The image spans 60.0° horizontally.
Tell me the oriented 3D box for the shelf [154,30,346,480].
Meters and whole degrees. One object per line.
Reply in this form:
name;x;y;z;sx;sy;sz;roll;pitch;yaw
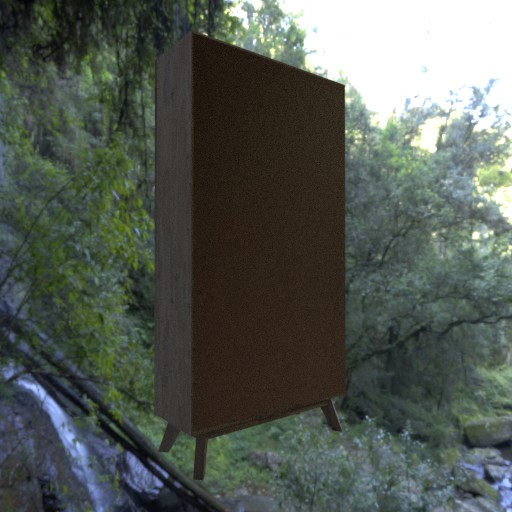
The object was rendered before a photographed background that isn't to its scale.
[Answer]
shelf;0.000;0.000;1.779;0.748;1.471;0.308;0;-1;-38
